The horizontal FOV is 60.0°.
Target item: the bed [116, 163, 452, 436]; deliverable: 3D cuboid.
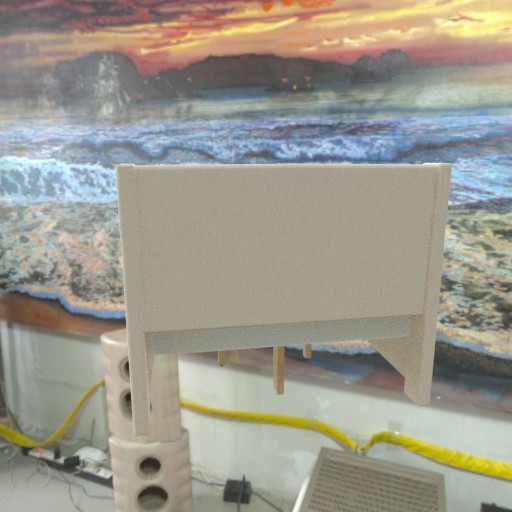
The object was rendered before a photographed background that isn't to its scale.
[{"bbox_3d":[0.000,0.000,3.523,1.778,1.471,2.293,-2,13,-10],"label":"bed"}]
